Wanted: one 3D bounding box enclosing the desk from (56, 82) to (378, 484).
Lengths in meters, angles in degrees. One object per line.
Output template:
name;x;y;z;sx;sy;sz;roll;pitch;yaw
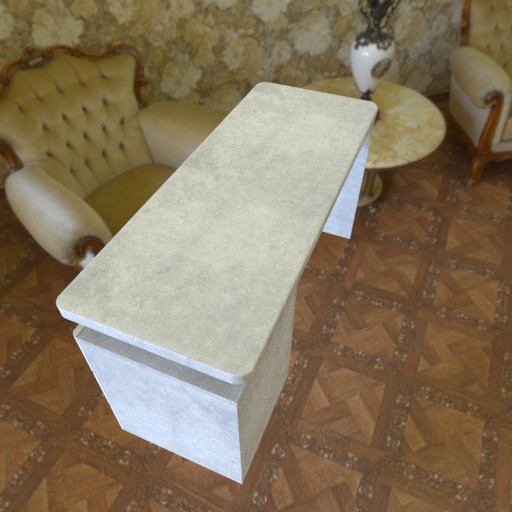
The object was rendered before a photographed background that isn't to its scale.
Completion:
desk;0.000;0.000;1.772;0.550;0.755;1.400;17;48;16
